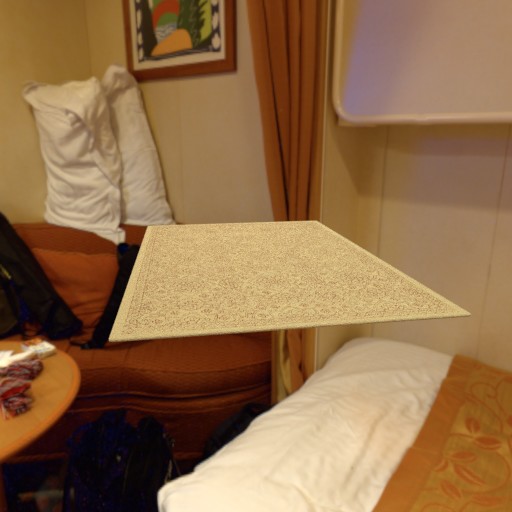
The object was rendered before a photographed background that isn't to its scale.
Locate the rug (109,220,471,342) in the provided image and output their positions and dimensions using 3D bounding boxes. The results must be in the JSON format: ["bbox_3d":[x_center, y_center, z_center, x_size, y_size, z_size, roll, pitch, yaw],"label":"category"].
[{"bbox_3d":[0.000,0.000,2.313,1.219,0.010,1.829,-2,15,-9],"label":"rug"}]
